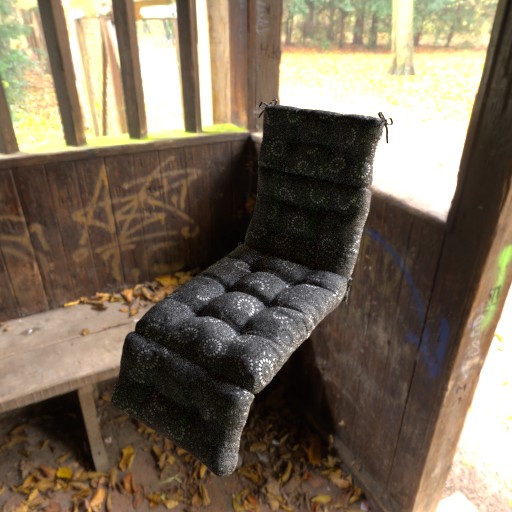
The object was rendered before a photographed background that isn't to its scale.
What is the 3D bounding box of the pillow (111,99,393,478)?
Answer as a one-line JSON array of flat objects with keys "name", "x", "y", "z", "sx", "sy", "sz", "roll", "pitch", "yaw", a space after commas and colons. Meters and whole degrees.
[{"name": "pillow", "x": 0.000, "y": 0.000, "z": 1.505, "sx": 0.526, "sy": 0.863, "sz": 1.016, "roll": 18, "pitch": 34, "yaw": 29}]
